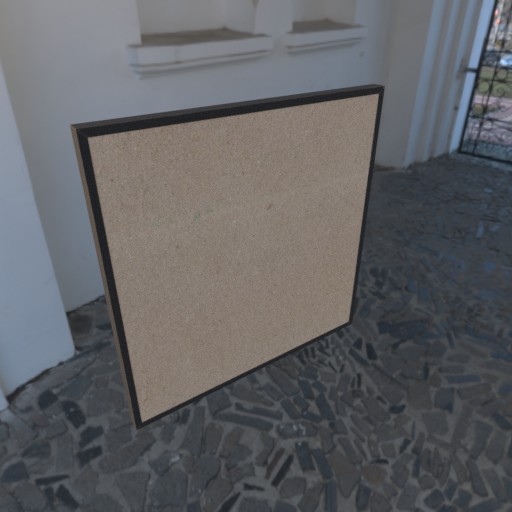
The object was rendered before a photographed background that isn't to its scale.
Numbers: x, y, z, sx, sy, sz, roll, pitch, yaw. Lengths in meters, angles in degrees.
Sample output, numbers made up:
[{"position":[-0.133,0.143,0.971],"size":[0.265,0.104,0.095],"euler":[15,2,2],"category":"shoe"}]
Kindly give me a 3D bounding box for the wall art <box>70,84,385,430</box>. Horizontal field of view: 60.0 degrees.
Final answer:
[{"position":[0.000,0.000,1.138],"size":[0.762,0.762,0.038],"euler":[-19,35,-29],"category":"wall art"}]
